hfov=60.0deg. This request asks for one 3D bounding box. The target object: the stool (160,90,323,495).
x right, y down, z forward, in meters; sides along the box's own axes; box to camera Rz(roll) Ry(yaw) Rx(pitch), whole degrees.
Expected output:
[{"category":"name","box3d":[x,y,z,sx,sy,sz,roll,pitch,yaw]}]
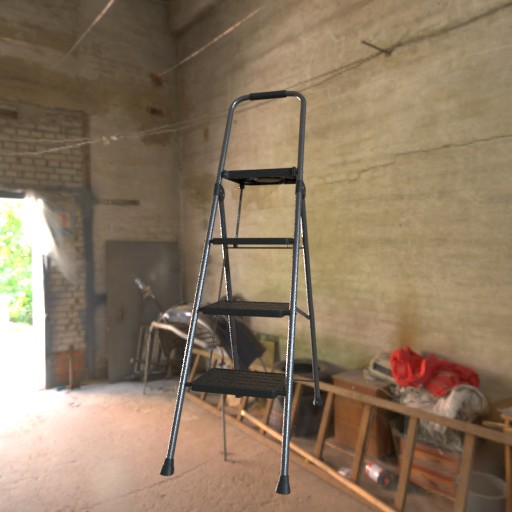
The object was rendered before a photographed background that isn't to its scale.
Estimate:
[{"category":"stool","box3d":[0.000,0.000,1.588,0.396,1.277,0.733,0,2,16]}]
